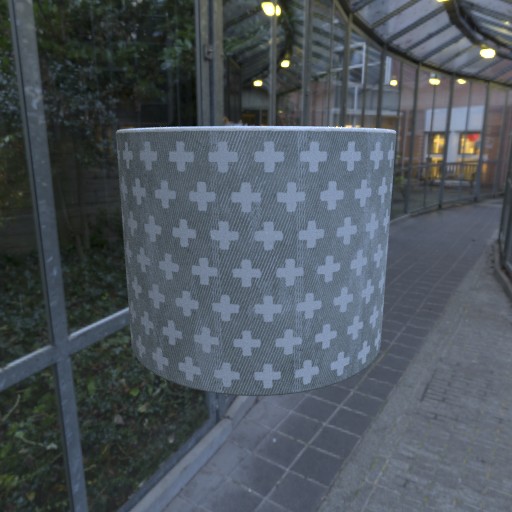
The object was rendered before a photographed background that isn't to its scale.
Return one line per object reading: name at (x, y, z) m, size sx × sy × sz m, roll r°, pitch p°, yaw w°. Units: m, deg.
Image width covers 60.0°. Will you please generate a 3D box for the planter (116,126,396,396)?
planter at (0.000, 0.000, 0.442) m, size 0.250 × 0.239 × 0.250 m, roll 0°, pitch 14°, yaw 0°
